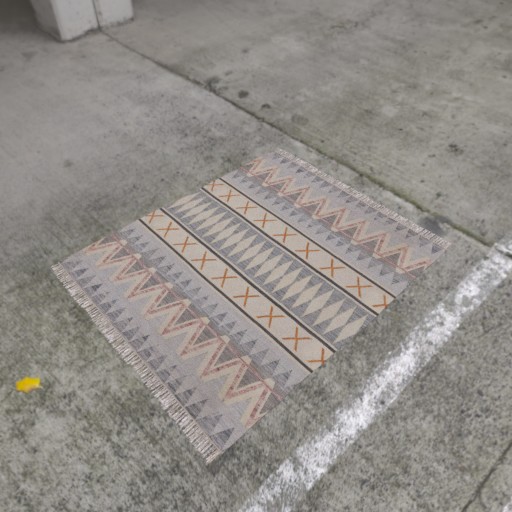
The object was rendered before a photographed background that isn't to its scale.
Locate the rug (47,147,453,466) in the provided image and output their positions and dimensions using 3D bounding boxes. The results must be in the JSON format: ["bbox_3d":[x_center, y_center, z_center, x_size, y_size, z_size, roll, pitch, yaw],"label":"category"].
[{"bbox_3d":[0.000,0.000,4.124,3.000,0.012,2.371,-34,54,-28],"label":"rug"}]
